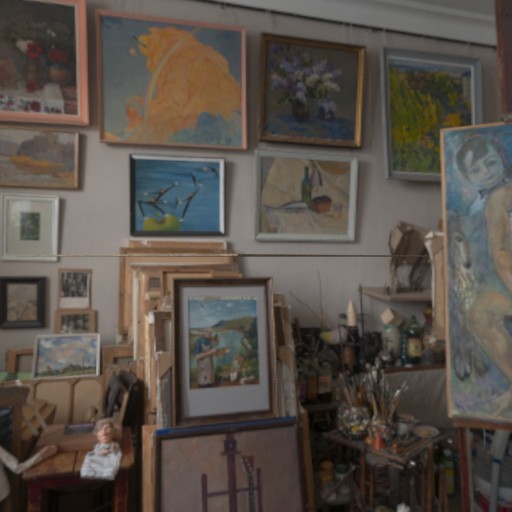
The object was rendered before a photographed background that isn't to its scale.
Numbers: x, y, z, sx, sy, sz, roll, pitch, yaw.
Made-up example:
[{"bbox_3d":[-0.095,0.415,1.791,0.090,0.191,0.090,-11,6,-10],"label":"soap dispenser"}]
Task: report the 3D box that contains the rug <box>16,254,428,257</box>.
[{"bbox_3d":[0.000,0.000,2.285,1.221,0.006,1.827,0,0,36],"label":"rug"}]
